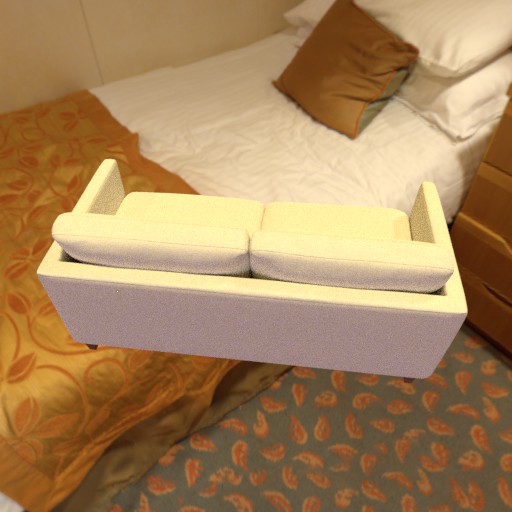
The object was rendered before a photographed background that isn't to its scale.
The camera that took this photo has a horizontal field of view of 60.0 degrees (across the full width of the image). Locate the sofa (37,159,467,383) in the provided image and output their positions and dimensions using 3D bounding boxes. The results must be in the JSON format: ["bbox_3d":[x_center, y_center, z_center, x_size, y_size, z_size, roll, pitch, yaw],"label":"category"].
[{"bbox_3d":[0.000,0.000,2.482,1.981,0.889,0.965,5,47,5],"label":"sofa"}]
